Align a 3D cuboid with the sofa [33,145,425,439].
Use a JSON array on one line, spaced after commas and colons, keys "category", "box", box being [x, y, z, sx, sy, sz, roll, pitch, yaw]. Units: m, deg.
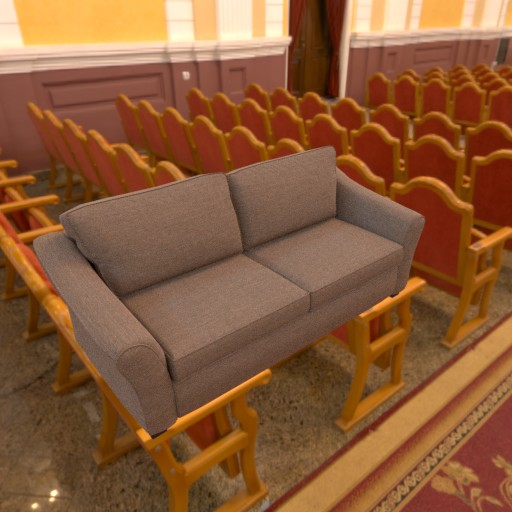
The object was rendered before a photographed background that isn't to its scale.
[{"category": "sofa", "box": [0.000, 0.000, 2.742, 2.270, 0.965, 0.980, -21, 35, -34]}]
